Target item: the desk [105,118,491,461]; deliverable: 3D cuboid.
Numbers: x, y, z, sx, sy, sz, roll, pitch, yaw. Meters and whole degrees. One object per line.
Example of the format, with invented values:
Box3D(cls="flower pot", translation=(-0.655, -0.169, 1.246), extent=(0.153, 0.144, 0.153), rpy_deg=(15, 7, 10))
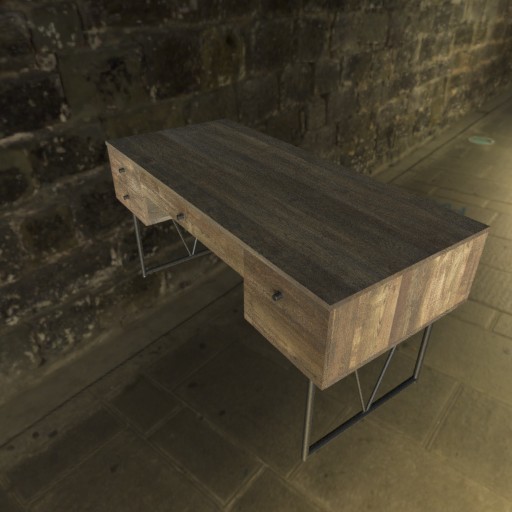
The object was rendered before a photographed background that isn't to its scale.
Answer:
Box3D(cls="desk", translation=(0.000, 0.000, 2.018), extent=(0.730, 0.780, 1.600), rpy_deg=(-21, 38, -29))
